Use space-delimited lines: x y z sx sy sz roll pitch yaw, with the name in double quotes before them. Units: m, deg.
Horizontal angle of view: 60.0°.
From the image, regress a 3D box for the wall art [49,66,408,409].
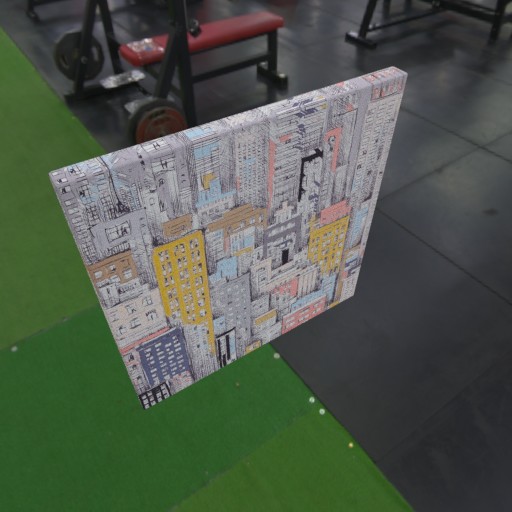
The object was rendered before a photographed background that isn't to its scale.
"wall art" 0.000 0.000 1.107 0.761 0.762 0.048 -25 50 -22
